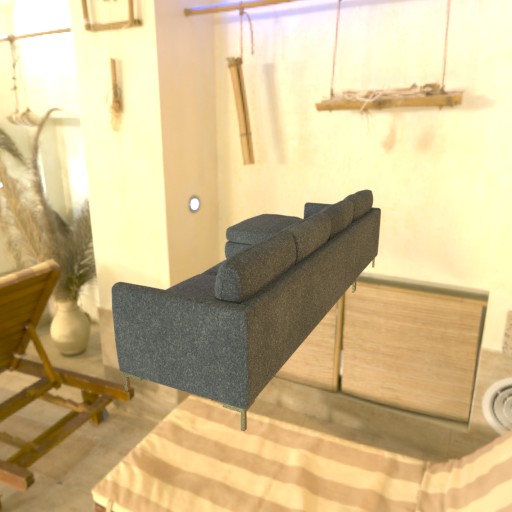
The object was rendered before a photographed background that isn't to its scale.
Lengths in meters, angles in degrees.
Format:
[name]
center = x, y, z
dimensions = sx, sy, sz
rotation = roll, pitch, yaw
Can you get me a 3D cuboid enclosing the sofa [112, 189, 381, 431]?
[sofa]
center = 0.000, 0.000, 3.483
dimensions = 1.350, 0.810, 2.932
rotation = 8, 18, 25
